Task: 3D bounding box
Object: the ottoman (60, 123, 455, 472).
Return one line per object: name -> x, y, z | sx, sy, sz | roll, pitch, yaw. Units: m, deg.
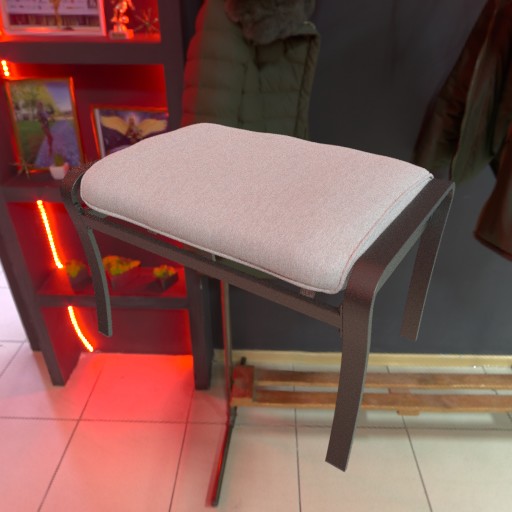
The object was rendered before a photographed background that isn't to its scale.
ottoman -> 0.000, 0.000, 0.892 | 0.610, 0.422, 0.406 | 19, 36, 29
